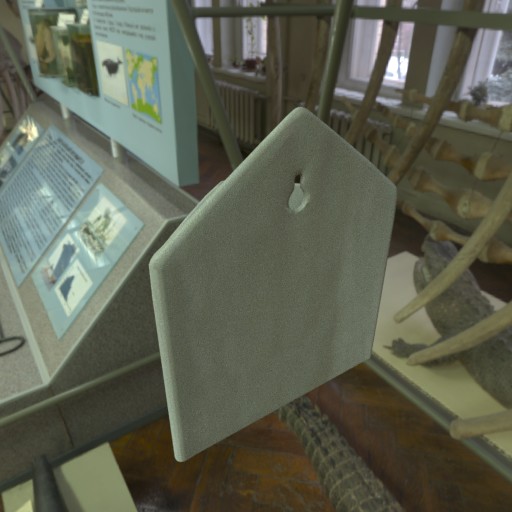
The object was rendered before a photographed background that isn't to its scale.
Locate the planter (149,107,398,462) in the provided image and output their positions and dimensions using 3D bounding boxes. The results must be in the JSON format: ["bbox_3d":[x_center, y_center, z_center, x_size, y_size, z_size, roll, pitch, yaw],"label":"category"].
[{"bbox_3d":[0.000,0.000,0.280,0.163,0.194,0.080,-19,35,-29],"label":"planter"}]
